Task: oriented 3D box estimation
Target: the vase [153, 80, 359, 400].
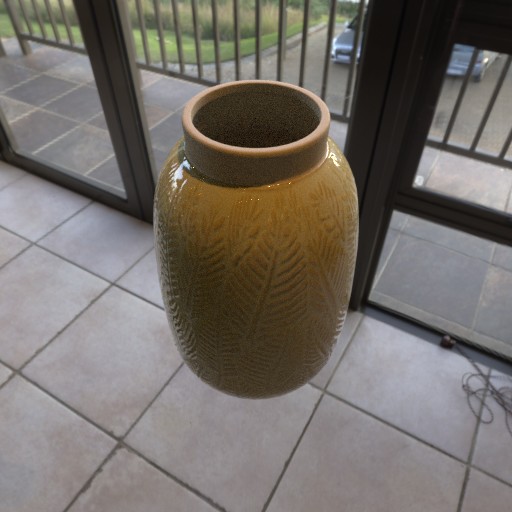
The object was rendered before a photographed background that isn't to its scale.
[{"bbox_3d":[0.000,0.000,0.385,0.172,0.270,0.172,0,46,0],"label":"vase"}]
